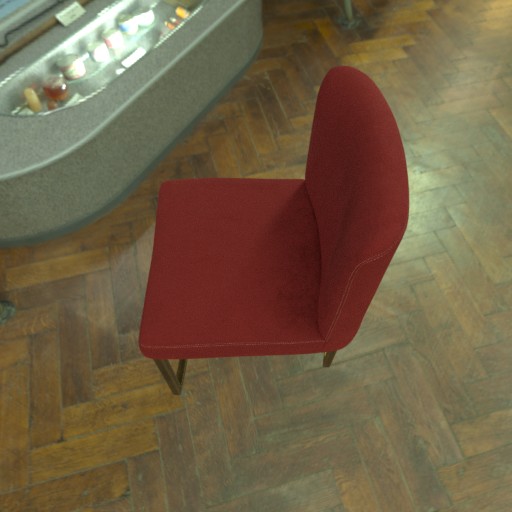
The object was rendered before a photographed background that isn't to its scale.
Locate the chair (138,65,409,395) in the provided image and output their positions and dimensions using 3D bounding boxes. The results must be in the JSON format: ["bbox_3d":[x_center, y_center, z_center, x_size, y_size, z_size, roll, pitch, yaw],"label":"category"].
[{"bbox_3d":[0.000,0.000,1.161,0.560,0.824,0.530,0,58,0],"label":"chair"}]
